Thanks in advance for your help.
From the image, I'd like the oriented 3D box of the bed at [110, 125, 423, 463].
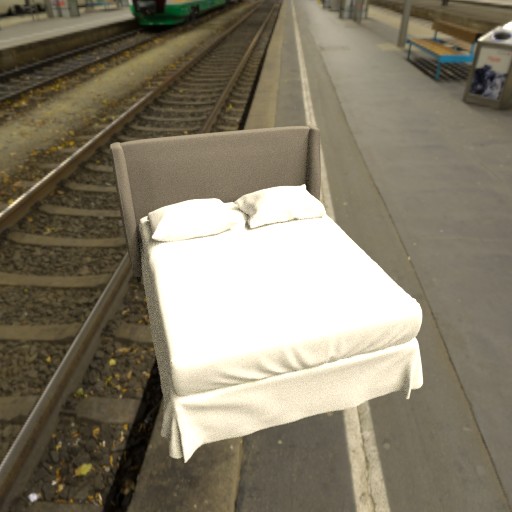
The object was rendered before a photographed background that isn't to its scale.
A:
[{"bbox_3d":[0.000,0.000,3.454,1.925,1.332,2.276,-10,33,-15],"label":"bed"}]
